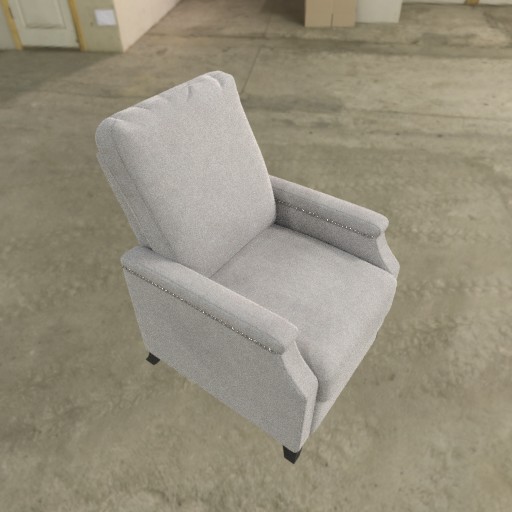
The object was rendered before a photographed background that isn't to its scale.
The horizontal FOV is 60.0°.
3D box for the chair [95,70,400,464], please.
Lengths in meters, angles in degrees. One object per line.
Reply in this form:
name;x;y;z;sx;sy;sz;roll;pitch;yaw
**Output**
chair;0.000;0.000;1.606;0.922;1.049;0.710;26;48;26
